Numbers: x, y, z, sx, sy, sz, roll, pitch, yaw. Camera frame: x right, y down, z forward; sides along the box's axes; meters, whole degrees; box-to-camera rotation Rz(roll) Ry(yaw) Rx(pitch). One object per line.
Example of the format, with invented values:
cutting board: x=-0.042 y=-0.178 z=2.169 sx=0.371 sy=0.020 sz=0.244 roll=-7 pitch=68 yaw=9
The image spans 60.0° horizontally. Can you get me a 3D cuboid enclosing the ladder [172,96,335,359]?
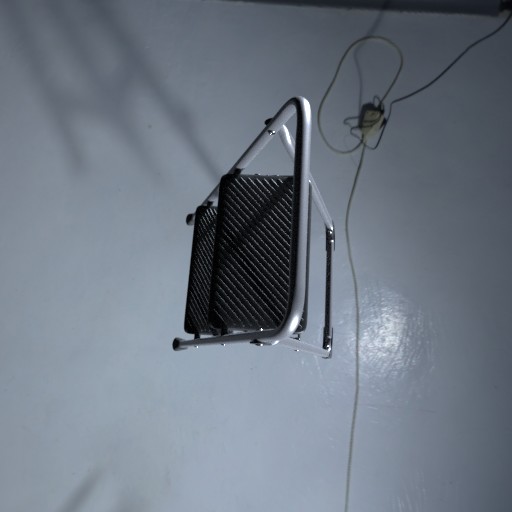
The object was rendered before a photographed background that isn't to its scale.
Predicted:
ladder: x=0.000 y=0.000 z=1.011 sx=0.472 sy=0.720 sz=0.430 roll=4 pitch=76 yaw=1
